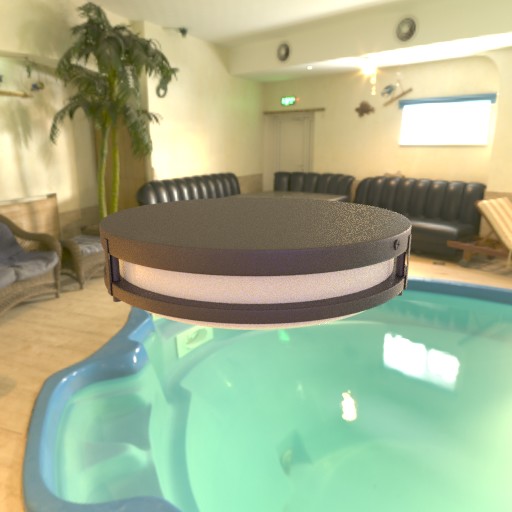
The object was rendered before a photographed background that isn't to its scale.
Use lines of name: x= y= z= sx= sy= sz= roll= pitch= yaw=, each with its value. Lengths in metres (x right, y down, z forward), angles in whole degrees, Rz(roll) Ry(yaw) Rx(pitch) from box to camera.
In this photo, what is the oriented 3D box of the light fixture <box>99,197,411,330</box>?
light fixture: x=0.000 y=0.000 z=0.543 sx=0.356 sy=0.102 sz=0.356 roll=0 pitch=14 yaw=0
